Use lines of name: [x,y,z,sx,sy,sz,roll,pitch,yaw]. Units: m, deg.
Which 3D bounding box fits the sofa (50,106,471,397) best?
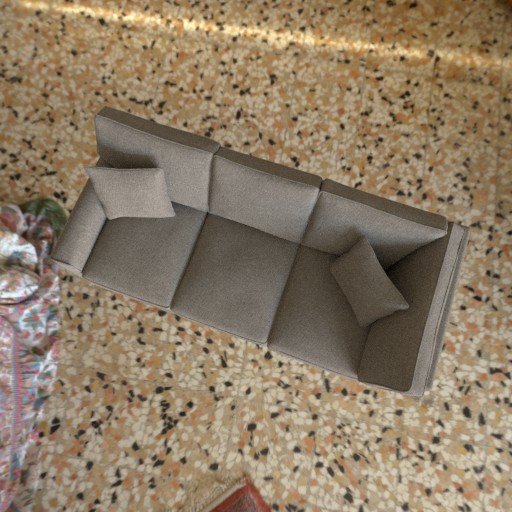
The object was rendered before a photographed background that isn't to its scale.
sofa: [0.000,0.000,2.828,2.317,0.962,1.061,19,76,5]
